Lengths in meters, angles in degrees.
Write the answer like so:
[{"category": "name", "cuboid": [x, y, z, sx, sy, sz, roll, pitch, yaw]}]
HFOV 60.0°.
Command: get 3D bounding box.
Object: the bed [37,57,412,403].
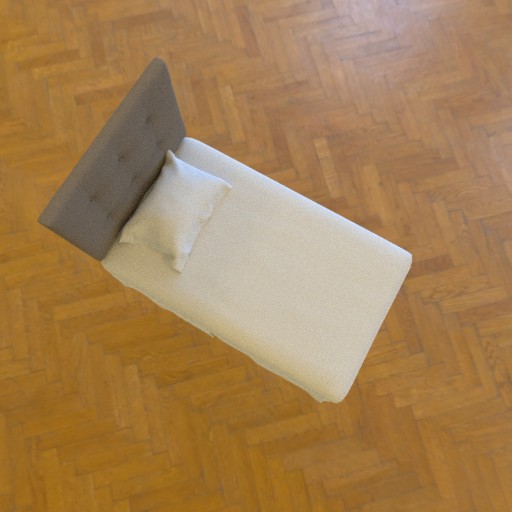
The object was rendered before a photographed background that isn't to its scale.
[{"category": "bed", "cuboid": [0.000, 0.000, 3.031, 1.997, 1.571, 1.261, 29, 78, 7]}]
